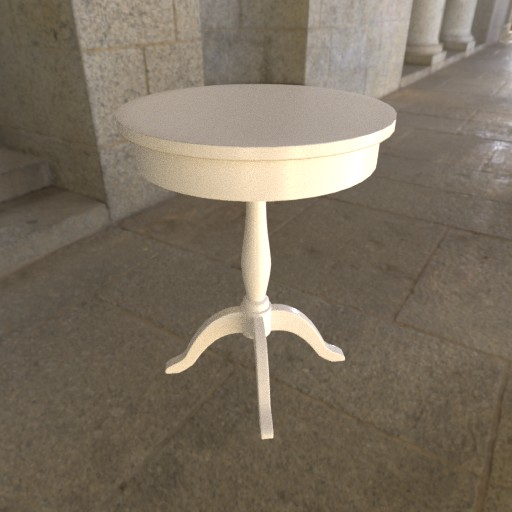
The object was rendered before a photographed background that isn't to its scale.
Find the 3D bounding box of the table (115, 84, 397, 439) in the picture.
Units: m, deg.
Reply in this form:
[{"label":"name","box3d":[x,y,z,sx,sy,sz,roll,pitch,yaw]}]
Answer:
[{"label":"table","box3d":[0.000,0.000,1.000,0.513,0.653,0.513,0,30,0]}]
